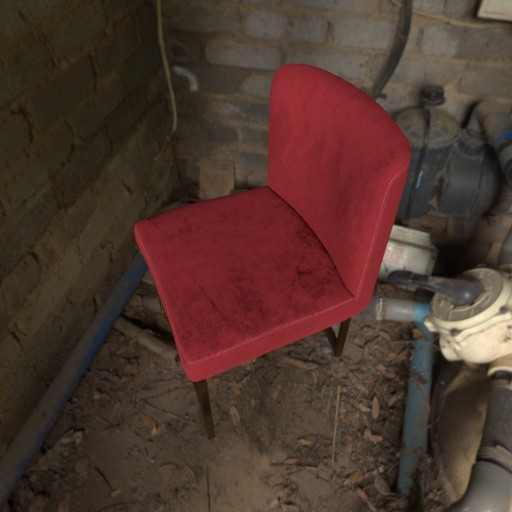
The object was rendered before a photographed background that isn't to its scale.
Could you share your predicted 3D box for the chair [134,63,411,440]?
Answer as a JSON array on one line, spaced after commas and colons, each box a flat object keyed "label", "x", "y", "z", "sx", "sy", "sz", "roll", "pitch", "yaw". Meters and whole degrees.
[{"label": "chair", "x": 0.000, "y": 0.000, "z": 1.198, "sx": 0.560, "sy": 0.824, "sz": 0.530, "roll": -18, "pitch": 48, "yaw": -16}]
